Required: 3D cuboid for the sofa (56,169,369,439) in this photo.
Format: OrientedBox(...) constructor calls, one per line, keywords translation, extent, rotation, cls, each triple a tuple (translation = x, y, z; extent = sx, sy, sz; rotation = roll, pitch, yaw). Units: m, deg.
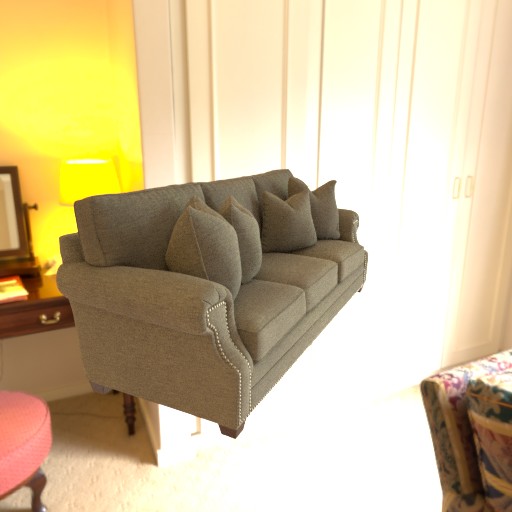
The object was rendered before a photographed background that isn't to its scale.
OrientedBox(translation=(0.000, 0.000, 2.812), extent=(0.965, 0.975, 2.312), rotation=(8, 17, 26), cls="sofa")
